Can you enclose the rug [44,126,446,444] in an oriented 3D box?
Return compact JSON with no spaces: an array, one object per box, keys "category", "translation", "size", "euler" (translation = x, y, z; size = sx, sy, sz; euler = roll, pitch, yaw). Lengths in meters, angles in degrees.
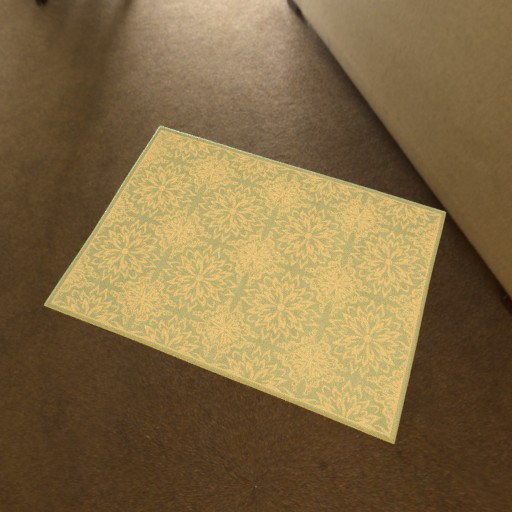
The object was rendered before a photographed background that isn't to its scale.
[{"category":"rug","translation":[0.000,0.000,2.904],"size":[2.205,0.014,1.589],"euler":[19,64,10]}]
